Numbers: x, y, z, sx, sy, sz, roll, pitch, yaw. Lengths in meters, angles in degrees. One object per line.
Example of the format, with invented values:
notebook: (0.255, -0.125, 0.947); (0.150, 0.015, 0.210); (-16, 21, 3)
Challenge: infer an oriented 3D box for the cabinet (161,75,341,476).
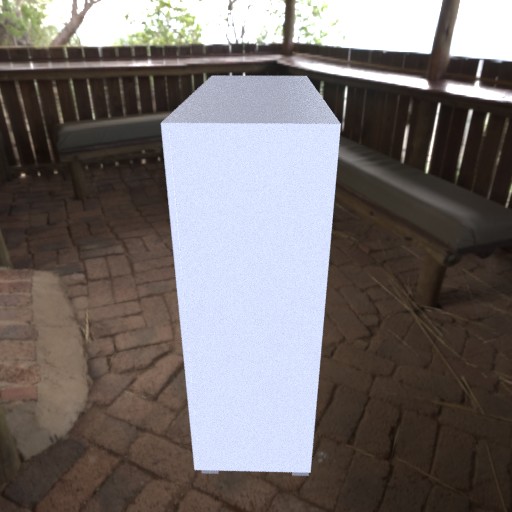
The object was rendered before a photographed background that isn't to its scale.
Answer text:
cabinet: (0.000, 0.000, 1.702); (0.400, 1.190, 1.000); (1, 28, 1)
